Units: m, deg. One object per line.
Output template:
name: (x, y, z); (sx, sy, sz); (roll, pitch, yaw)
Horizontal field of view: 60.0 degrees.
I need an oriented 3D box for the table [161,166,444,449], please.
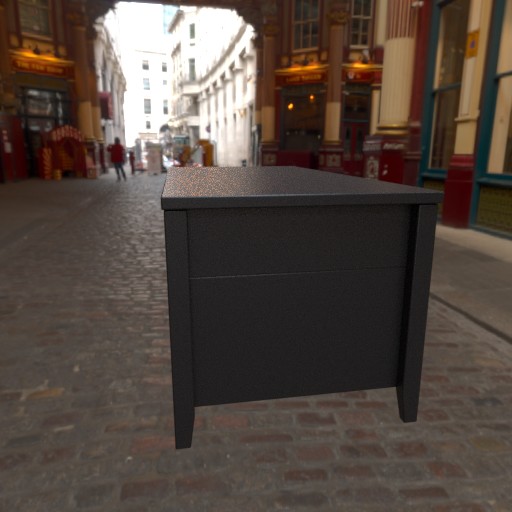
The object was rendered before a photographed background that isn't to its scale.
table: (0.000, 0.000, 1.267); (0.483, 0.457, 1.016); (-2, 14, -10)
